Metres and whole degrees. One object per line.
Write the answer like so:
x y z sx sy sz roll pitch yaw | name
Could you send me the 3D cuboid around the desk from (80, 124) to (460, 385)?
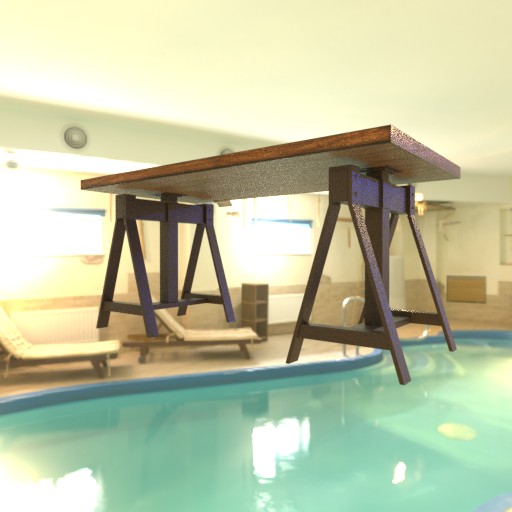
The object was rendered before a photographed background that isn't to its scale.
0.000 0.000 1.975 1.543 0.725 0.784 0 1 38 | desk
